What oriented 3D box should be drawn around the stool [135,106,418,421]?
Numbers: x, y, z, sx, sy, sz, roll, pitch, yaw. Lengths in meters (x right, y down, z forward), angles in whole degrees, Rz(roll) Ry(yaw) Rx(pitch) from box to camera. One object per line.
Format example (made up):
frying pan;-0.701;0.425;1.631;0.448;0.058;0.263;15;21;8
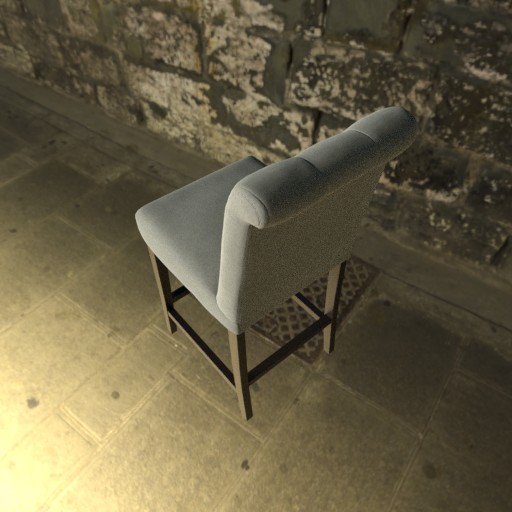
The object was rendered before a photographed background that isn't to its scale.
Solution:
stool;0.000;0.000;1.374;0.493;1.040;0.601;-31;54;-26
